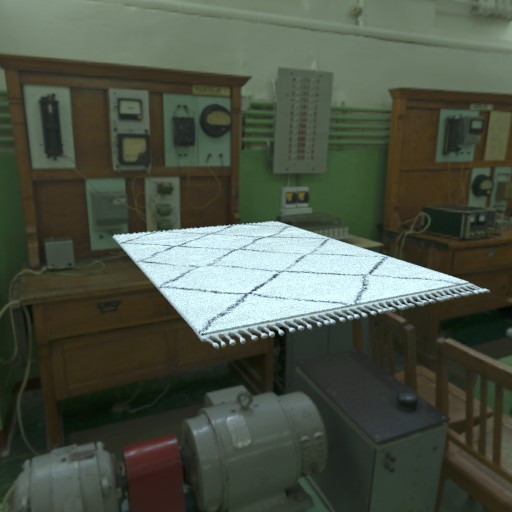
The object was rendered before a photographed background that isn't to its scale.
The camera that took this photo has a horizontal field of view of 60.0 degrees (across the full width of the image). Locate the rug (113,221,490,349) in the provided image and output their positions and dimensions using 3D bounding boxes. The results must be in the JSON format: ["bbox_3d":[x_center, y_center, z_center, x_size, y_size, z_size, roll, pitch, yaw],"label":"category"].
[{"bbox_3d":[0.000,0.000,2.907,1.494,0.031,2.307,-7,16,-25],"label":"rug"}]
